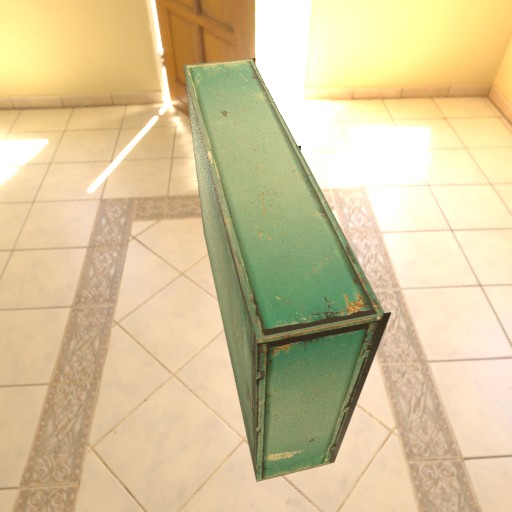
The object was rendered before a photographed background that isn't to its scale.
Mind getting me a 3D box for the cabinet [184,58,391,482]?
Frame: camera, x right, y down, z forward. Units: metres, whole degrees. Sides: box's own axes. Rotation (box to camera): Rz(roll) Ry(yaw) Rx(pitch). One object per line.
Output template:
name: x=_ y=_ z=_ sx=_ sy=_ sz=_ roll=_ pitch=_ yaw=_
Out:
cabinet: x=0.000 y=0.000 z=3.908 sx=0.680 sy=2.160 sz=3.001 roll=-9 pitch=48 yaw=-9
